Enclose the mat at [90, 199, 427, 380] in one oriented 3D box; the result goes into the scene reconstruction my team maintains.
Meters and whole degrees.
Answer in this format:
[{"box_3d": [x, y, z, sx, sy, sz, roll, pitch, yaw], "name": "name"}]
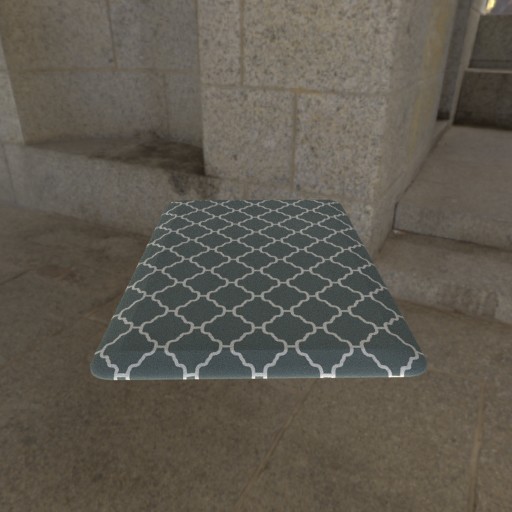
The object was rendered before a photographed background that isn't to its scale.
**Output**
[{"box_3d": [0.000, 0.000, 0.976, 0.508, 0.021, 0.762, 0, 26, -1], "name": "mat"}]
